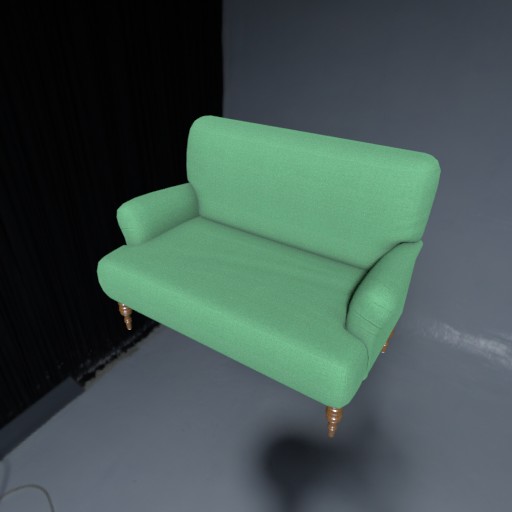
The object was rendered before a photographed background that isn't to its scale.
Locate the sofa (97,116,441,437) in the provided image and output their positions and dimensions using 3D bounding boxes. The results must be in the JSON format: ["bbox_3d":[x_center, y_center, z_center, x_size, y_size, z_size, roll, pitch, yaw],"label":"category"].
[{"bbox_3d":[0.000,0.000,1.887,1.297,0.889,0.779,19,36,29],"label":"sofa"}]
